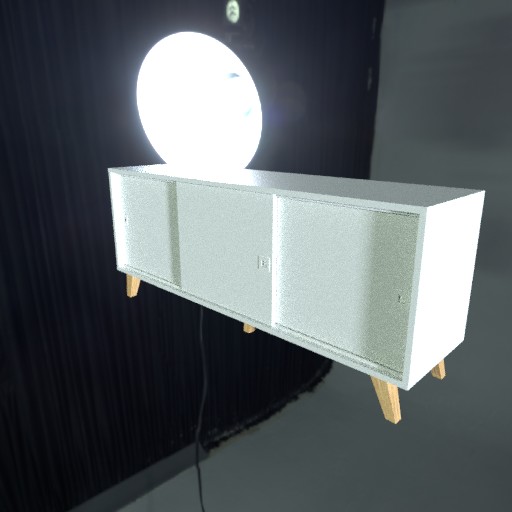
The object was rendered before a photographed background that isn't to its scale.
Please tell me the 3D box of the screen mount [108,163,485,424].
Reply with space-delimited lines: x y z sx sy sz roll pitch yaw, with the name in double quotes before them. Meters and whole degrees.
"screen mount" 0.000 0.000 1.750 1.490 0.619 0.400 15 22 42
